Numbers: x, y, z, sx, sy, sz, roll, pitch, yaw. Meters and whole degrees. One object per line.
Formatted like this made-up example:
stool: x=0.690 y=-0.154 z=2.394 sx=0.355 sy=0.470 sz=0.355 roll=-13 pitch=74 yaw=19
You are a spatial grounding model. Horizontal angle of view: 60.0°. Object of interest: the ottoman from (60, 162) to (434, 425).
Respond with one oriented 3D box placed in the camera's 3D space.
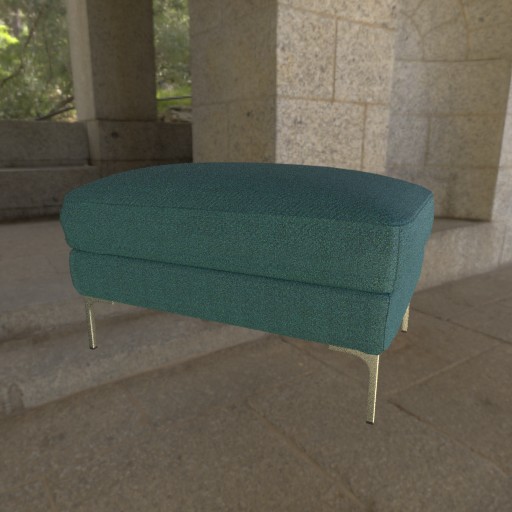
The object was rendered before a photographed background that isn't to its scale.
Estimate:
ottoman: x=0.000 y=0.000 z=1.211 sx=0.856 sy=0.498 sz=0.563 roll=7 pitch=16 yaw=25
